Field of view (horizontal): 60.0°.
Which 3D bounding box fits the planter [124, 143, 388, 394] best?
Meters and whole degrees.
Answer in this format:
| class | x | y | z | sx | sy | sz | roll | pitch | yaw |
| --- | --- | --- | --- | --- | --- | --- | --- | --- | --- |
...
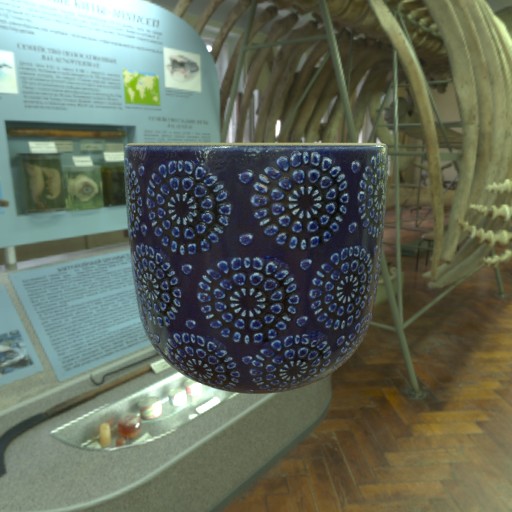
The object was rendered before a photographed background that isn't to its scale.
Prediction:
| class | x | y | z | sx | sy | sz | roll | pitch | yaw |
| --- | --- | --- | --- | --- | --- | --- | --- | --- | --- |
| planter | 0.000 | 0.000 | 0.303 | 0.165 | 0.149 | 0.165 | 0 | 14 | 0 |
